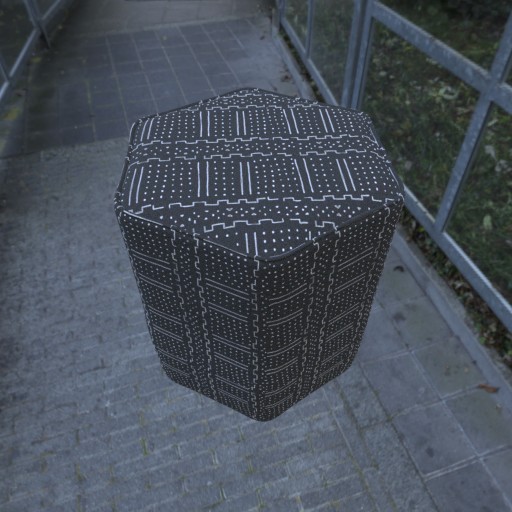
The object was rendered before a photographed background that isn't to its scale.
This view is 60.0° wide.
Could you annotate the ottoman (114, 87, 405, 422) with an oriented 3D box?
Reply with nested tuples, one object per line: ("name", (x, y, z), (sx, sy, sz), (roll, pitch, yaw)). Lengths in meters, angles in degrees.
("ottoman", (0.000, 0.000, 0.898), (0.443, 0.502, 0.494), (-3, 46, -3))
